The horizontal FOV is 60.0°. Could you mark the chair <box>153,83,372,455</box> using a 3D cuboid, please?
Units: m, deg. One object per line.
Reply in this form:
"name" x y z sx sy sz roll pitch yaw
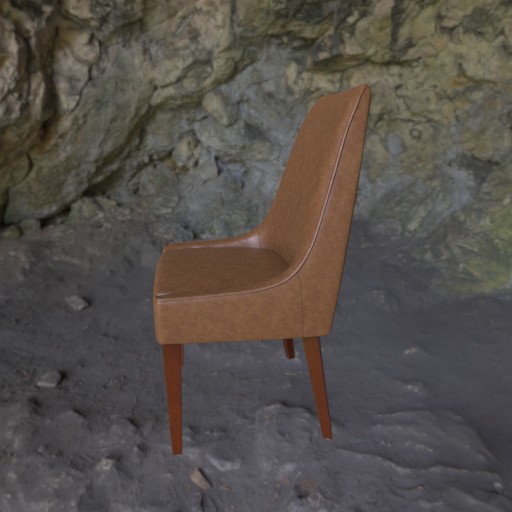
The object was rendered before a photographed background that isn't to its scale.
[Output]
"chair" 0.000 0.000 1.214 0.544 0.861 0.529 -2 15 -8
